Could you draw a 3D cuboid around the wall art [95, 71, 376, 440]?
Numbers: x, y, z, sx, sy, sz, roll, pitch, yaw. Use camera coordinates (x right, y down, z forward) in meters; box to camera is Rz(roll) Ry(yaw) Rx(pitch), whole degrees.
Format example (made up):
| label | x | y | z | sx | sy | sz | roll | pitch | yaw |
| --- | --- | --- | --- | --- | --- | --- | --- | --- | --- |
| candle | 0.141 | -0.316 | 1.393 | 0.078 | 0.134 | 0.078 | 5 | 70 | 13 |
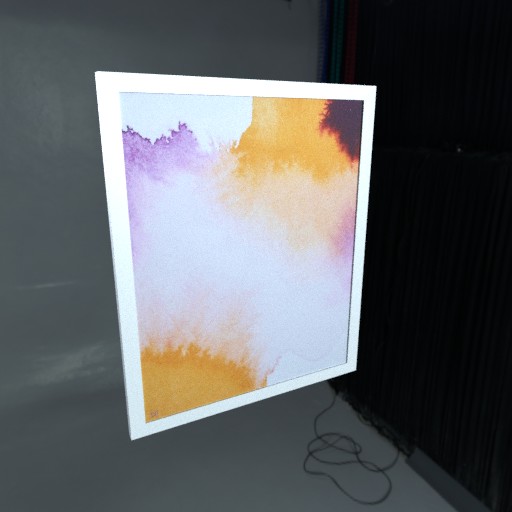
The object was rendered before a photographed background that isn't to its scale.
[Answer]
| label | x | y | z | sx | sy | sz | roll | pitch | yaw |
| --- | --- | --- | --- | --- | --- | --- | --- | --- | --- |
| wall art | 0.000 | 0.000 | 0.617 | 0.382 | 0.456 | 0.013 | -8 | 18 | -27 |
